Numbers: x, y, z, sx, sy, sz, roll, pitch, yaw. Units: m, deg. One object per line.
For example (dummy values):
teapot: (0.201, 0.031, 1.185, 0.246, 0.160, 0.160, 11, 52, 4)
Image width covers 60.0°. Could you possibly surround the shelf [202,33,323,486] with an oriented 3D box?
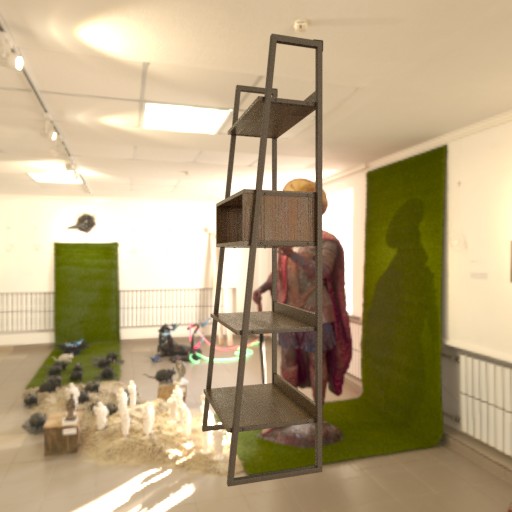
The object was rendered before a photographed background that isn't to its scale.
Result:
shelf: (0.000, 0.000, 2.302, 0.454, 2.005, 0.652, 0, 0, -17)
